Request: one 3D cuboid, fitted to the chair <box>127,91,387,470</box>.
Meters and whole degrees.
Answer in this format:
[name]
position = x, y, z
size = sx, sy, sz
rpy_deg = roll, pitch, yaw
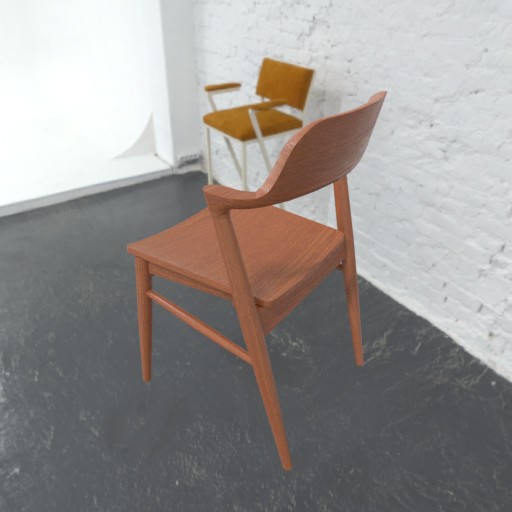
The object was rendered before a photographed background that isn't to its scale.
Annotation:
[chair]
position = 0.000, 0.000, 1.107
size = 0.499, 0.801, 0.496
rpy_deg = 20, 37, 29
